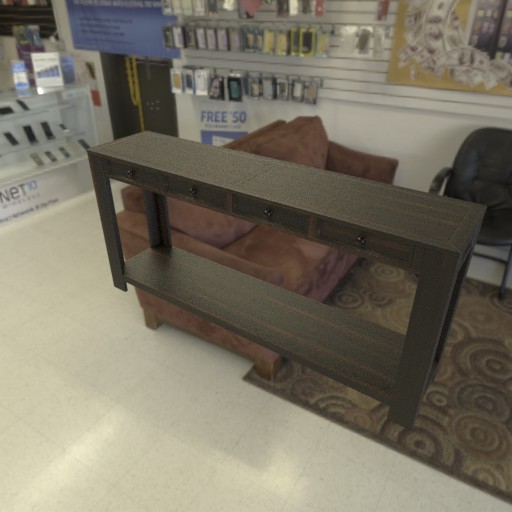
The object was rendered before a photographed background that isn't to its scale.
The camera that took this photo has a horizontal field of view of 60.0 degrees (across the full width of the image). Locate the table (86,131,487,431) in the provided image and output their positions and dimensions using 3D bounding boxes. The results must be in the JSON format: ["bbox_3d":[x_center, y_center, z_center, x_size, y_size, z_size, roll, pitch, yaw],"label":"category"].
[{"bbox_3d":[0.000,0.000,1.950,1.631,0.762,0.384,20,36,29],"label":"table"}]
